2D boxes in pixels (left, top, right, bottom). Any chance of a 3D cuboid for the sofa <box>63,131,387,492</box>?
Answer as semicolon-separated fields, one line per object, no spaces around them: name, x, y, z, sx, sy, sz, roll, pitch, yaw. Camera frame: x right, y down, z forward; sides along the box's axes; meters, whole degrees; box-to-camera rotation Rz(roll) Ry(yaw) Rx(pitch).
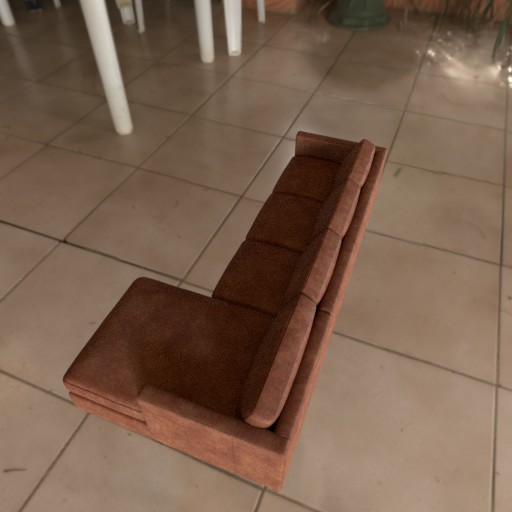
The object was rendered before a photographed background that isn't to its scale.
sofa;0.000;0.000;3.798;1.581;0.883;3.203;16;48;15
